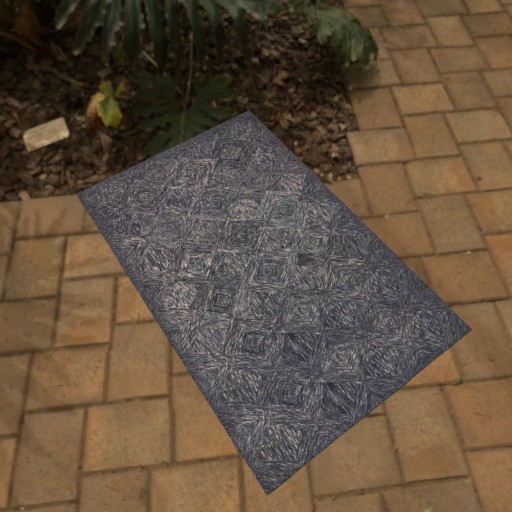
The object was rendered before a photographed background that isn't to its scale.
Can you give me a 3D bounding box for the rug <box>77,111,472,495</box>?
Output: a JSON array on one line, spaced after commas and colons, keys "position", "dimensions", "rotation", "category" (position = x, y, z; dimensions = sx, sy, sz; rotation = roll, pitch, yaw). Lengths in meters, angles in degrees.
[{"position": [0.000, 0.000, 2.185], "dimensions": [1.139, 0.010, 1.754], "rotation": [-31, 64, -17], "category": "rug"}]
